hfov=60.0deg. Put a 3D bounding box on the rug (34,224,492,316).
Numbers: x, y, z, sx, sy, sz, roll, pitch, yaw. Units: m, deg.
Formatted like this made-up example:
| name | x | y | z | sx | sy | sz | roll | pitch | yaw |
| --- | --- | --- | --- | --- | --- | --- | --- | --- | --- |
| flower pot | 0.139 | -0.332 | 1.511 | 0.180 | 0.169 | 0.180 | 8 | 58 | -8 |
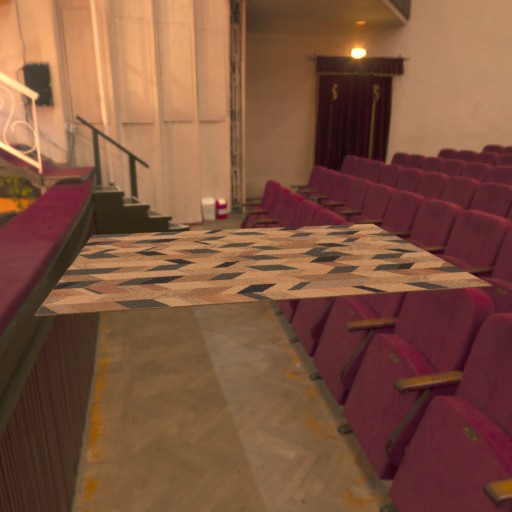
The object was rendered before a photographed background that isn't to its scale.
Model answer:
| name | x | y | z | sx | sy | sz | roll | pitch | yaw |
| --- | --- | --- | --- | --- | --- | --- | --- | --- | --- |
| rug | 0.000 | 0.000 | 2.279 | 1.813 | 0.006 | 1.202 | -3 | 17 | -9 |
